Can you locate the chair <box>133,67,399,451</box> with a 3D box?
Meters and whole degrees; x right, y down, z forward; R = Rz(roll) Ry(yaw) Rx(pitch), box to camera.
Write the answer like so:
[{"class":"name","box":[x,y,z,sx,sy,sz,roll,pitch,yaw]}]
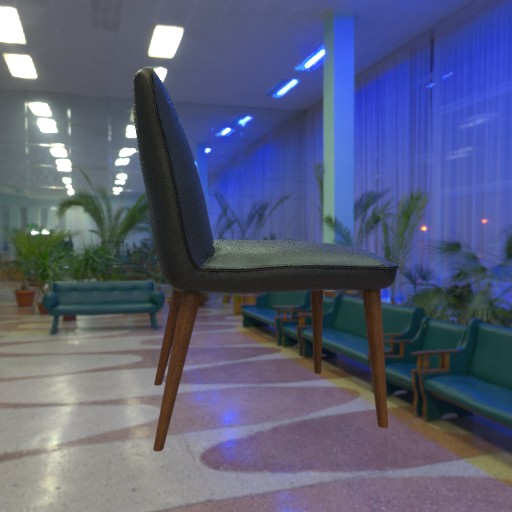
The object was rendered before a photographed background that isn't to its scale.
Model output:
[{"class":"chair","box":[0.000,0.000,1.195,0.645,0.801,0.543,-1,2,-17]}]
